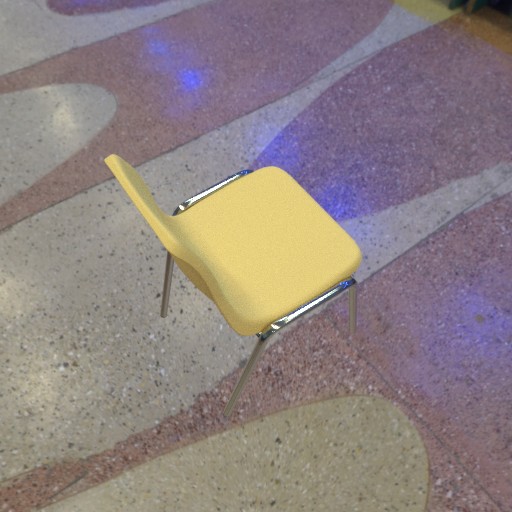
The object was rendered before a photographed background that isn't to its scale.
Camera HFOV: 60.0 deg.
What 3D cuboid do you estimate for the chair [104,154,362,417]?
[{"bbox_3d":[0.000,0.000,0.976,0.436,0.704,0.381,-31,63,-18],"label":"chair"}]
